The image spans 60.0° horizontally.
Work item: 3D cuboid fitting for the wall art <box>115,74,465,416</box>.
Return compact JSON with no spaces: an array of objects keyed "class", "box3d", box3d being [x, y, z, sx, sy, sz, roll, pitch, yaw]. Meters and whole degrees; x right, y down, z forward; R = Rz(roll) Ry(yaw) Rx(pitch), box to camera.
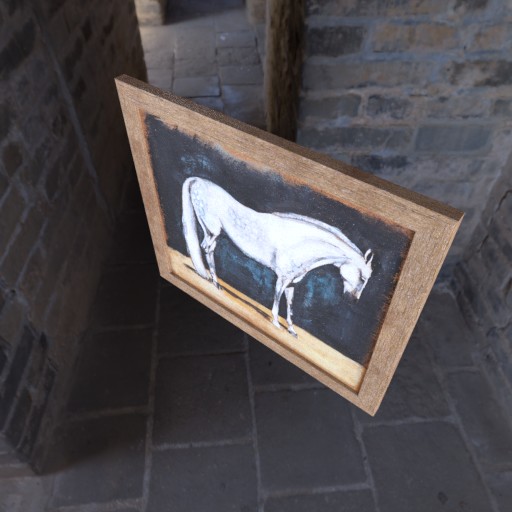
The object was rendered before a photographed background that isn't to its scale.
[{"class":"wall art","box3d":[0.000,0.000,0.944,0.690,0.588,0.026,29,53,25]}]
